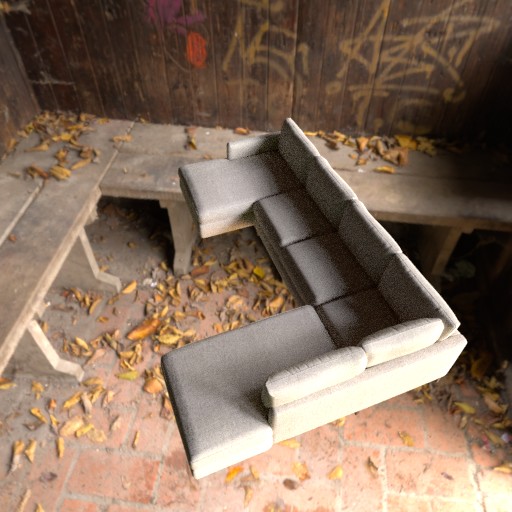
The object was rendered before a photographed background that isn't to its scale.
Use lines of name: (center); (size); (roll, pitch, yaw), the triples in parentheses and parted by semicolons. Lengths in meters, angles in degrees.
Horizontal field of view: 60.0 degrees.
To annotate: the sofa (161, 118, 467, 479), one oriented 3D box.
sofa: (0.000, 0.000, 3.567); (1.879, 0.756, 2.737); (-16, 50, -14)
